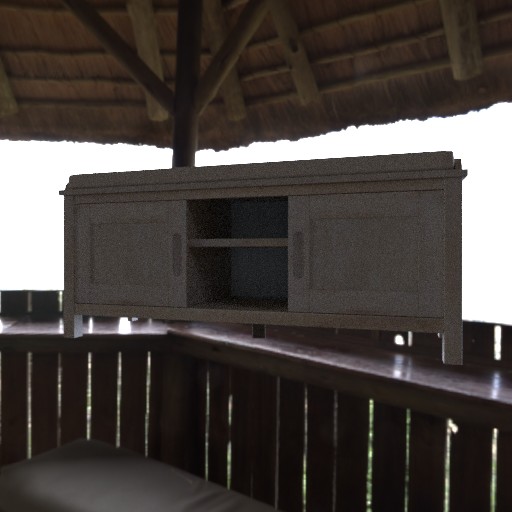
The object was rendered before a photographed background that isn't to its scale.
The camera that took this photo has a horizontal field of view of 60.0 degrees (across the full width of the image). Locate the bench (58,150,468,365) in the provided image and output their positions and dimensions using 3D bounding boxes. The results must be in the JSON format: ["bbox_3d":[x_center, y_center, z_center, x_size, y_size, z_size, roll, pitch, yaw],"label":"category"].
[{"bbox_3d":[0.000,0.000,1.373,1.140,0.501,0.398,0,0,17],"label":"bench"}]
